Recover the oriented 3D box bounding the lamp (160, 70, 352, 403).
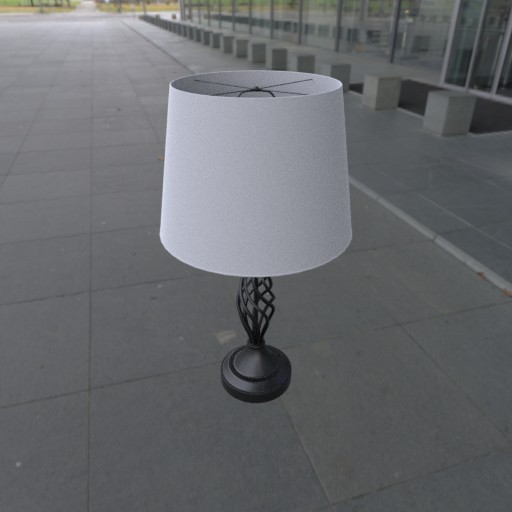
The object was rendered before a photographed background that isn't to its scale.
[{"bbox_3d":[0.000,0.000,0.804,0.331,0.594,0.331,0,30,0],"label":"lamp"}]
